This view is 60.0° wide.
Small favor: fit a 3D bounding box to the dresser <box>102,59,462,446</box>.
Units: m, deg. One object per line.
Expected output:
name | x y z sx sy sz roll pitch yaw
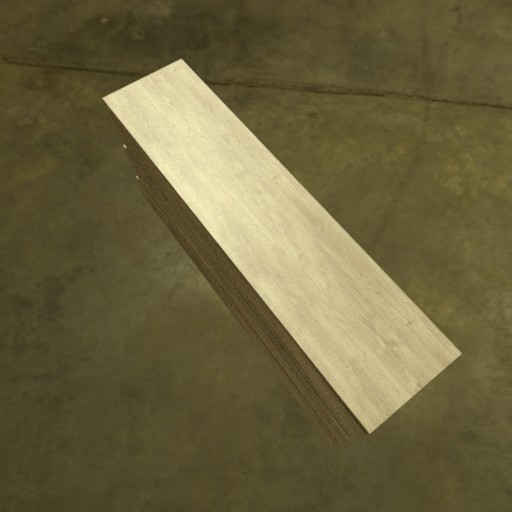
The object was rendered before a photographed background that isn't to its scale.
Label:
dresser | 0.000 0.000 1.933 0.390 0.795 1.590 -34 69 -15
